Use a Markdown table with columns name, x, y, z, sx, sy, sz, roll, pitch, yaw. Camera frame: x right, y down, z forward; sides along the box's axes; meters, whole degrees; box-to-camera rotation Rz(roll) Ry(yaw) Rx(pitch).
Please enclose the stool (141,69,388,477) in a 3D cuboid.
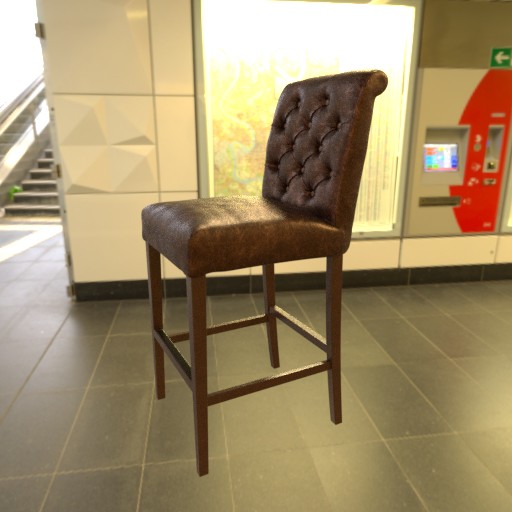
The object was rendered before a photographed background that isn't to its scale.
| name | x | y | z | sx | sy | sz | roll | pitch | yaw |
| --- | --- | --- | --- | --- | --- | --- | --- | --- | --- |
| stool | 0.000 | 0.000 | 1.495 | 0.659 | 1.168 | 0.483 | -8 | 18 | -27 |
